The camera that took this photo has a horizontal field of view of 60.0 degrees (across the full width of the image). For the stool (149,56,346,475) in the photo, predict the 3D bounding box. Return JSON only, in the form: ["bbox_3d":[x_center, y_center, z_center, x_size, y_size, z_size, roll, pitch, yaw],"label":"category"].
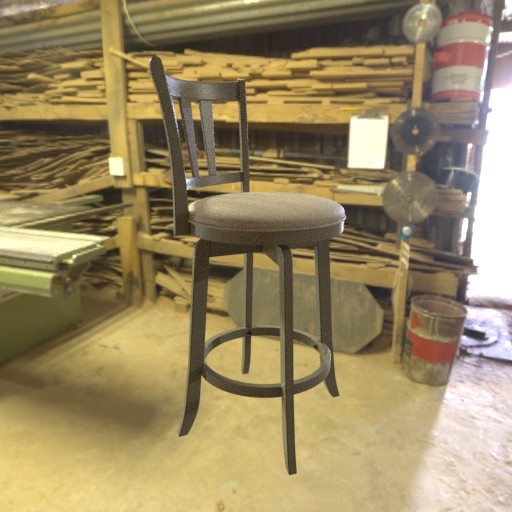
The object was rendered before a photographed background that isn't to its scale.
[{"bbox_3d":[0.000,0.000,1.246,0.486,0.994,0.450,7,16,25],"label":"stool"}]
